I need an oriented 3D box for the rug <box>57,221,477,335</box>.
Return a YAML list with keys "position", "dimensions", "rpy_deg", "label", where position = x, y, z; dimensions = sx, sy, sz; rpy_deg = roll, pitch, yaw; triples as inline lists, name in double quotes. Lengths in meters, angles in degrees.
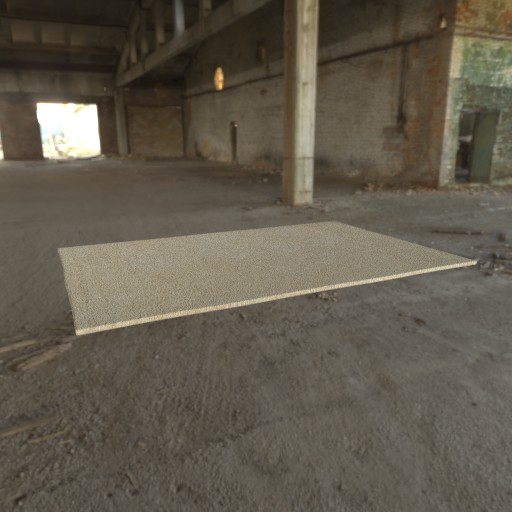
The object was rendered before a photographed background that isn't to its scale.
- position: [0.000, 0.000, 2.934]
  dimensions: [2.346, 0.025, 1.500]
  rpy_deg: [-7, 17, -25]
  label: "rug"
